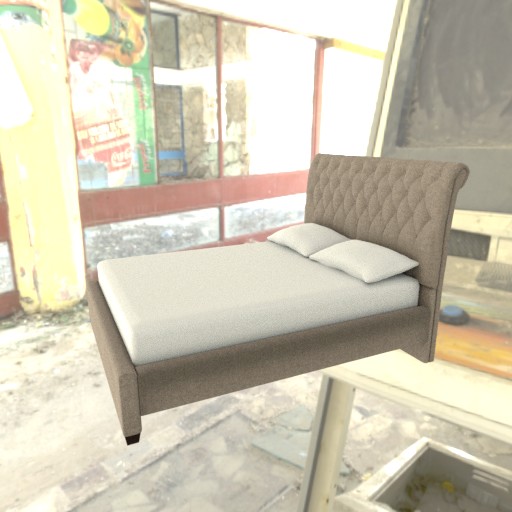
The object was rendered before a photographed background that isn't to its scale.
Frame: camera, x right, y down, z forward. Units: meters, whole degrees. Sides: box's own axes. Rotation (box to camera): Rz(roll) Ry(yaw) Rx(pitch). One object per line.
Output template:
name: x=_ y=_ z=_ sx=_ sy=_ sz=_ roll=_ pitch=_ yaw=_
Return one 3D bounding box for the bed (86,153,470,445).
bed: x=0.000 y=0.000 z=3.240 sx=2.252 sy=1.371 sz=1.645 roll=-7 pitch=17 yaw=-25
